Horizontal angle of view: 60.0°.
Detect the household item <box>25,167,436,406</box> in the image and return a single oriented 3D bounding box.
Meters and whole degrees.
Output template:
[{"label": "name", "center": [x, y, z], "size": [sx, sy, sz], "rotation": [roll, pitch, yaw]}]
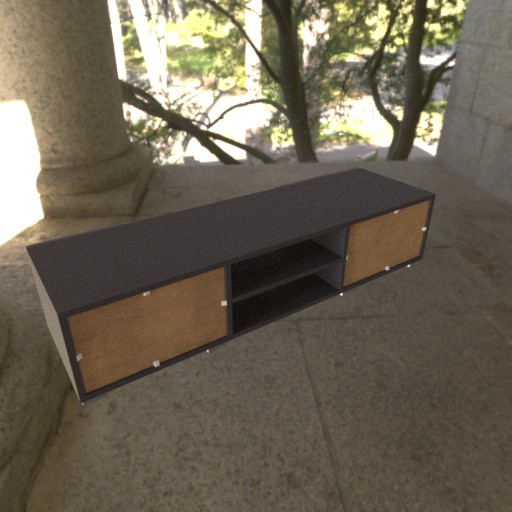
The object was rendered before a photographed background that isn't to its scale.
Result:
[{"label": "household item", "center": [0.000, 0.000, 1.602], "size": [1.400, 0.310, 0.420], "rotation": [-18, 33, -29]}]
